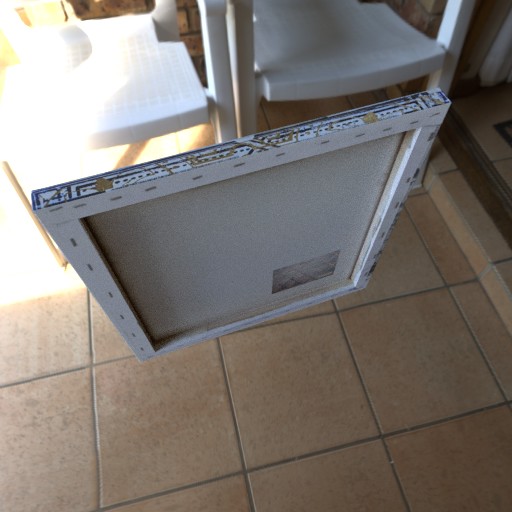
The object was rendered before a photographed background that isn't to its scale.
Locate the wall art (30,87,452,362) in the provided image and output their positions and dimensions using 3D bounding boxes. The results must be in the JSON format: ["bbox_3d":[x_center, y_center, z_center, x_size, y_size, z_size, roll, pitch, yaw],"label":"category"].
[{"bbox_3d":[0.000,0.000,0.876,0.609,0.607,0.036,-17,60,-10],"label":"wall art"}]
